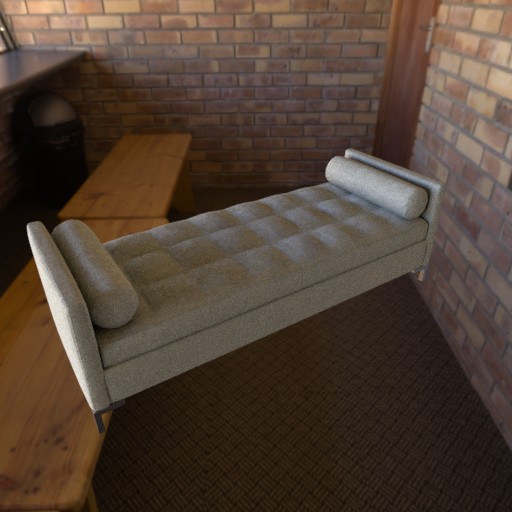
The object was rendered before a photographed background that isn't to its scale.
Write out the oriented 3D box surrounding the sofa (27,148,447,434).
[{"bbox_3d":[0.000,0.000,2.449,2.102,0.657,0.797,-19,36,-28],"label":"sofa"}]
